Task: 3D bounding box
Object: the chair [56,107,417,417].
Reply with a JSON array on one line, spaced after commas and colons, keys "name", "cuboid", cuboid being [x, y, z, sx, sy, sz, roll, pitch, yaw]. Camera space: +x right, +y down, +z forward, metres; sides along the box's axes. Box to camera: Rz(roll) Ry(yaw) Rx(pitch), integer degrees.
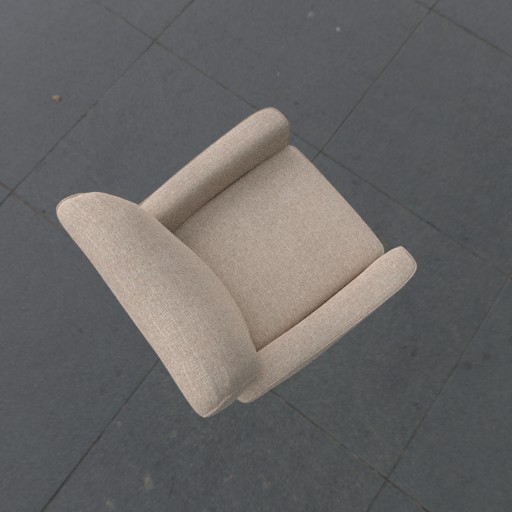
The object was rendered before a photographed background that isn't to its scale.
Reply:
[{"name": "chair", "cuboid": [0.000, 0.000, 1.626, 0.858, 1.028, 0.841, -38, 79, -9]}]
